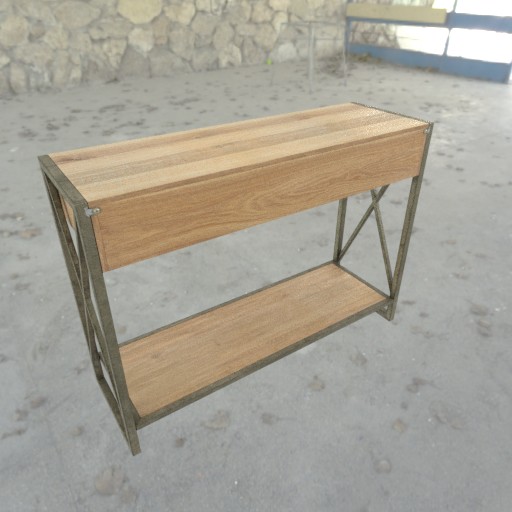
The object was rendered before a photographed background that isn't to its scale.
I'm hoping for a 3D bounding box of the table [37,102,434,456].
[{"bbox_3d":[0.000,0.000,1.409,1.059,0.763,0.361,-19,36,-29],"label":"table"}]
